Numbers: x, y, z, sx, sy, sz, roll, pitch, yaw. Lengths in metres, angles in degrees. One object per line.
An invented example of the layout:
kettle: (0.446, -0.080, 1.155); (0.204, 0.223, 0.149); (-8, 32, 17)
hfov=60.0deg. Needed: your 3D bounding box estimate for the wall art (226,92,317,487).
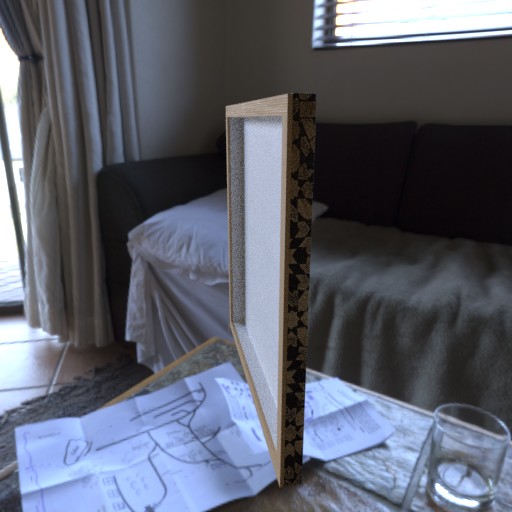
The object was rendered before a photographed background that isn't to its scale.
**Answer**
wall art: (0.000, 0.000, 0.929); (0.038, 0.612, 0.612); (-3, 18, -10)
